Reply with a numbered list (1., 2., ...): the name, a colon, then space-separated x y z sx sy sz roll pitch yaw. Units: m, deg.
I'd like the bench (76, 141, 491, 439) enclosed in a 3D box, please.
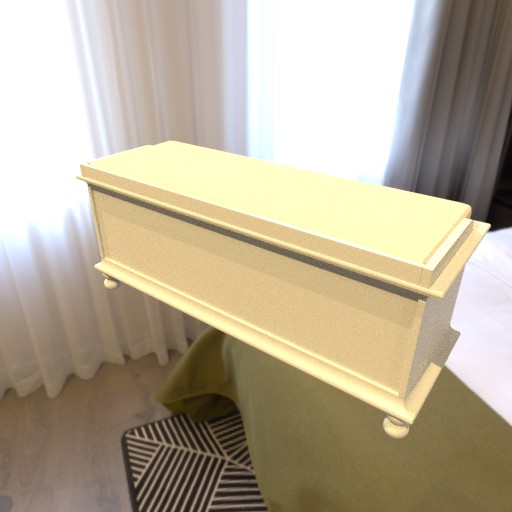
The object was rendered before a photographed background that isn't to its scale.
1. bench: 0.000 0.000 1.384 1.185 0.486 0.402 20 34 32
